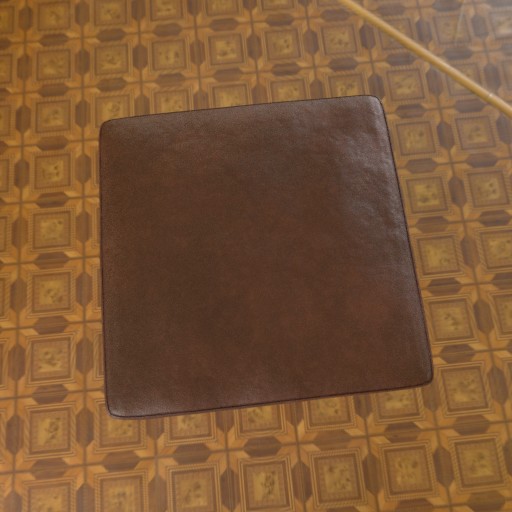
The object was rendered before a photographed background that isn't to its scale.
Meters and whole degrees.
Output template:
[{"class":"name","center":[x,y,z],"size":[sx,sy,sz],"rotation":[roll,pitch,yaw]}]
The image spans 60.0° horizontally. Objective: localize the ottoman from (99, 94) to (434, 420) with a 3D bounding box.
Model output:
[{"class":"ottoman","center":[0.000,0.000,1.321],"size":[0.844,0.415,0.836],"rotation":[-6,77,-1]}]
